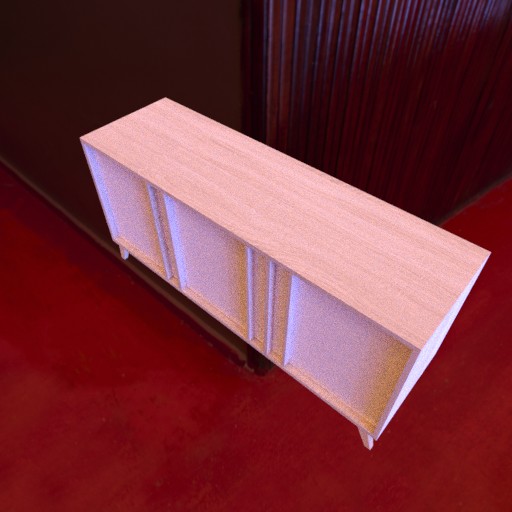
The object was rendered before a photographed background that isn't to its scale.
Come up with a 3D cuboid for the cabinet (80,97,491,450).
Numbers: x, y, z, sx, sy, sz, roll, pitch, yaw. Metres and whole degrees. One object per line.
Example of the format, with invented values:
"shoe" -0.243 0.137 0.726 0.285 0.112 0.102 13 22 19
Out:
"cabinet" 0.000 0.000 2.007 1.649 0.780 0.500 32 54 27
